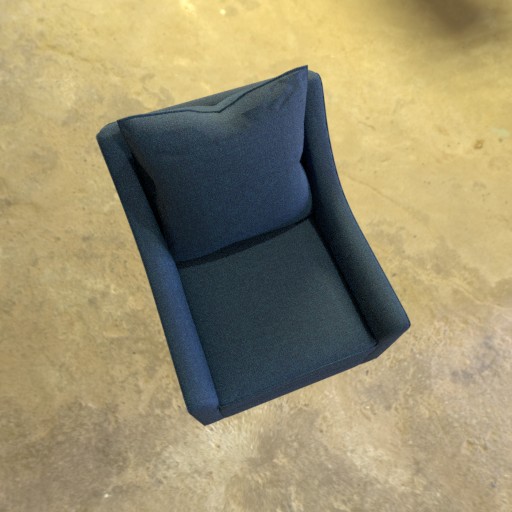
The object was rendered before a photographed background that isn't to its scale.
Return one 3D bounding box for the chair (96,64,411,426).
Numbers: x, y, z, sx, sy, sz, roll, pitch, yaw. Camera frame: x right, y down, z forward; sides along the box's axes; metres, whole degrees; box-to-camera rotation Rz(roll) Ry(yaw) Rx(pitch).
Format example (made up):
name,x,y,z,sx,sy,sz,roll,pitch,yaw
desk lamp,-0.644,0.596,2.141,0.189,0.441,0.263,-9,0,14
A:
name,x,y,z,sx,sy,sz,roll,pitch,yaw
chair,0.000,0.000,1.566,0.750,0.939,0.870,-19,66,-9
